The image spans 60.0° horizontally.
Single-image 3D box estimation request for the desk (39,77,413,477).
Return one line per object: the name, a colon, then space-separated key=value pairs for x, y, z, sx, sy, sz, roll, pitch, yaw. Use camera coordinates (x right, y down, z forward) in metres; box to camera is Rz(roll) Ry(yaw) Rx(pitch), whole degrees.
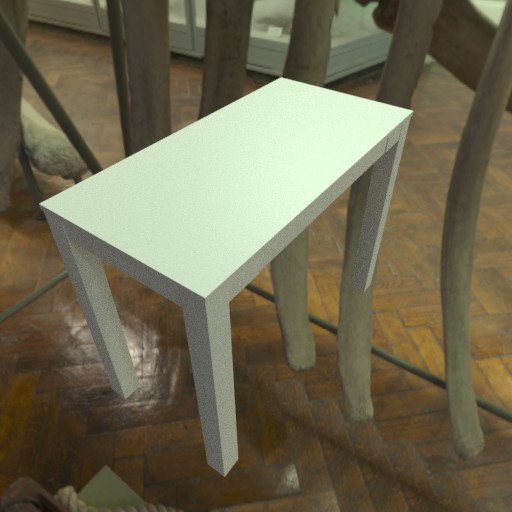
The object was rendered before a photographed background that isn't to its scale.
desk: x=0.000 y=0.000 z=1.447 sx=0.497 sy=0.762 sz=0.990 roll=26 pitch=47 yaw=26
